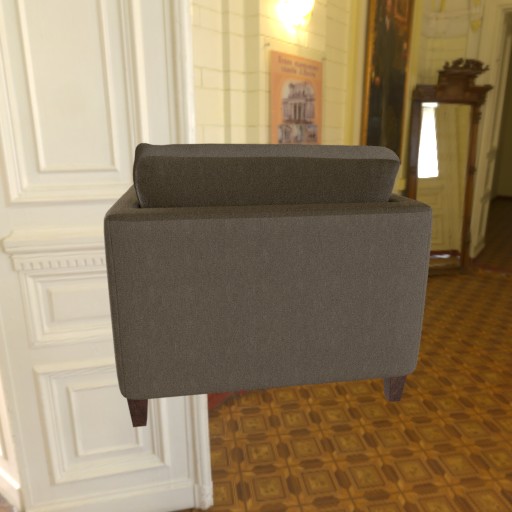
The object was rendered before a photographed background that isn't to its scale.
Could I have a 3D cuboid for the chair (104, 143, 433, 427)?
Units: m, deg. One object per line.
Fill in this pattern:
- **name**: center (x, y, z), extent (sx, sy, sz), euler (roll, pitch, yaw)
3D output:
- **chair**: center (0.000, 0.000, 1.919), extent (1.107, 0.963, 0.959), euler (-2, 16, -9)
